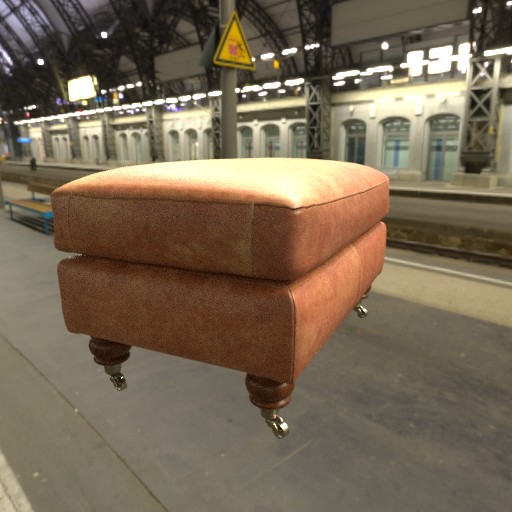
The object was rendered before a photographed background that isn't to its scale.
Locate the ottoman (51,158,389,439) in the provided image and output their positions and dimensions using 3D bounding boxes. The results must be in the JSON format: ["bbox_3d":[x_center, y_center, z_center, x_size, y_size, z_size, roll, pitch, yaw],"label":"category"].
[{"bbox_3d":[0.000,0.000,1.176,0.565,0.507,0.852,6,15,25],"label":"ottoman"}]
